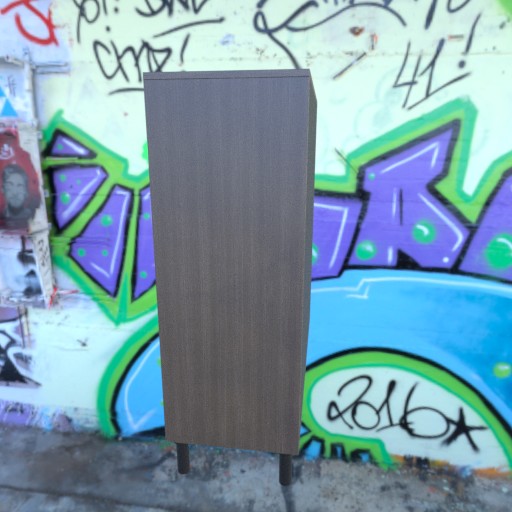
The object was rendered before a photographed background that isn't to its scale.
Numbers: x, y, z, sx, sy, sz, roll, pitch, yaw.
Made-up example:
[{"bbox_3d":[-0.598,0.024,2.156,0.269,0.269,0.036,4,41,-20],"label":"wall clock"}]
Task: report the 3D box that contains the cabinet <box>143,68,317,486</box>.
[{"bbox_3d":[0.000,0.000,1.673,0.400,1.170,1.010,2,15,8],"label":"cabinet"}]
